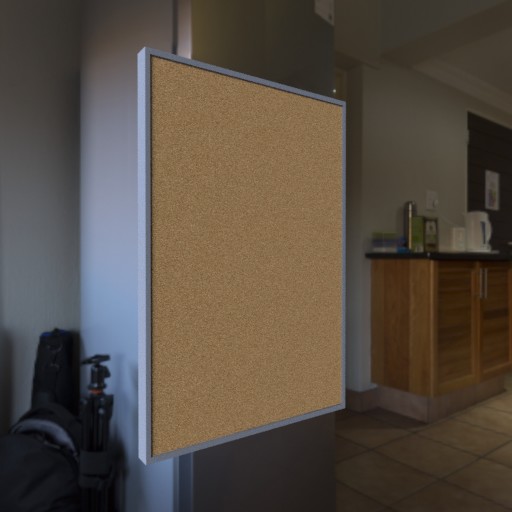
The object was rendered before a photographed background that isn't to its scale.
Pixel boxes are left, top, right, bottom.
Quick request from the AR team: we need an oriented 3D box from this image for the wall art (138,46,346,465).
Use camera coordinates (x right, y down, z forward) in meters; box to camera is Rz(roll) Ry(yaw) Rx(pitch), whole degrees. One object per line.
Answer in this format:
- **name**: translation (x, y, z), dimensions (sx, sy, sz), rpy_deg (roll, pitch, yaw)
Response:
- **wall art**: translation (0.000, 0.000, 0.958), dimensions (0.511, 0.753, 0.039), rpy_deg (0, 1, -35)
